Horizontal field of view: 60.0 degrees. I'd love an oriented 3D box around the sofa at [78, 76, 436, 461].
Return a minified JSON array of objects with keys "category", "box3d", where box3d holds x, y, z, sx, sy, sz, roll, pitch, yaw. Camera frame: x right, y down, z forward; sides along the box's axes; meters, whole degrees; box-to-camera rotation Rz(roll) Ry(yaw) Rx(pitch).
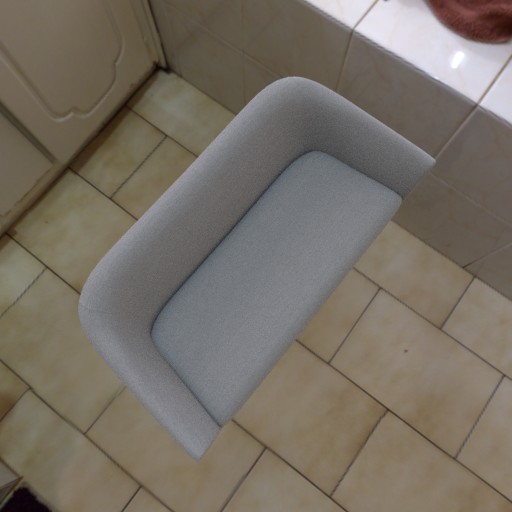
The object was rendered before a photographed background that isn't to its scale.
[{"category":"sofa","box3d":[0.000,0.000,1.897,0.705,0.721,1.452,39,79,9]}]
